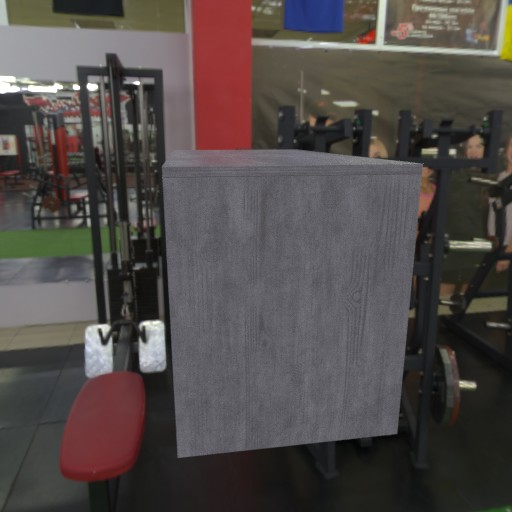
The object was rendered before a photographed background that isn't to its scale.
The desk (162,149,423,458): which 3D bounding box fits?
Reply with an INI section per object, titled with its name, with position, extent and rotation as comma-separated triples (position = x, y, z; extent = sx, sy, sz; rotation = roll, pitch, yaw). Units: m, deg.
[desk]
position = 0.000, 0.000, 1.660
extent = 0.600, 0.740, 1.200
rotation = -2, 15, -9
